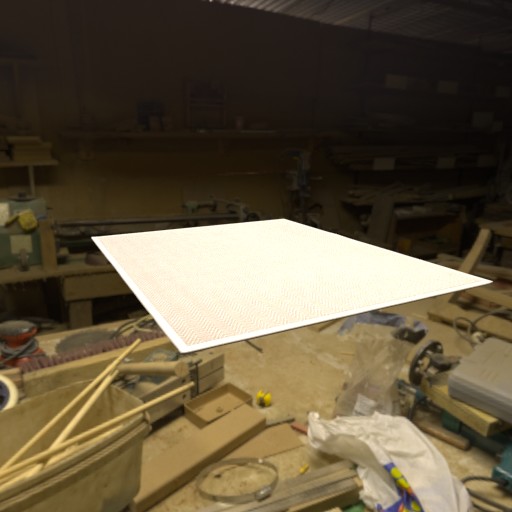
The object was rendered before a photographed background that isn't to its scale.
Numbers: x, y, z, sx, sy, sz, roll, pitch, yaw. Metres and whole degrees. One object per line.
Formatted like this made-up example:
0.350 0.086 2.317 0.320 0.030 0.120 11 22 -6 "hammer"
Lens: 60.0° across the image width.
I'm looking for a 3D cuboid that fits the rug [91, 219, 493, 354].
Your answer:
0.000 0.000 4.023 2.423 0.019 3.009 -8 17 -27 "rug"
